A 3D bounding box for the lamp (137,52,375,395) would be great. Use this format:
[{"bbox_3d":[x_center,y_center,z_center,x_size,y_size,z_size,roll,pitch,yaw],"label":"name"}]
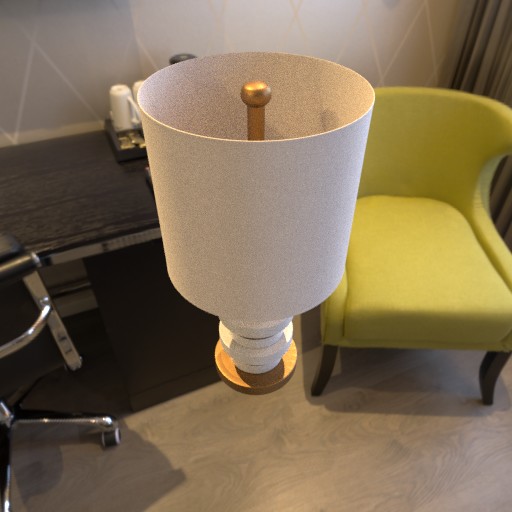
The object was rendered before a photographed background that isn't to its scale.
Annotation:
[{"bbox_3d":[0.000,0.000,0.530,0.210,0.410,0.210,25,47,26],"label":"lamp"}]
